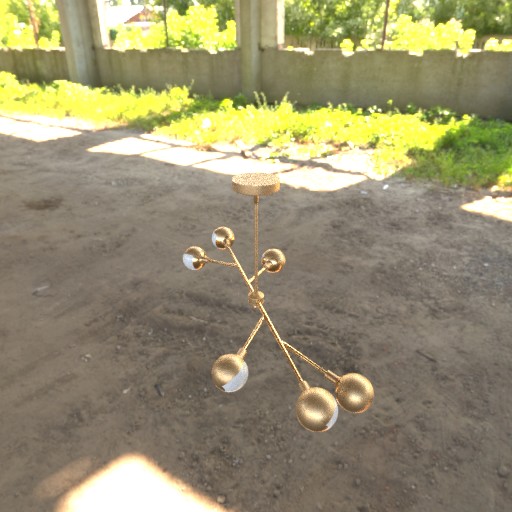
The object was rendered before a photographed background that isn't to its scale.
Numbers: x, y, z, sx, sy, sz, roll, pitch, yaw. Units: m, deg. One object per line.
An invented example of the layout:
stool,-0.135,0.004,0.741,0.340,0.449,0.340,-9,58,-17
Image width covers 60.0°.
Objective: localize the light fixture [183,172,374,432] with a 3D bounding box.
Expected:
light fixture,0.000,0.000,1.010,0.434,0.362,0.778,0,26,0
